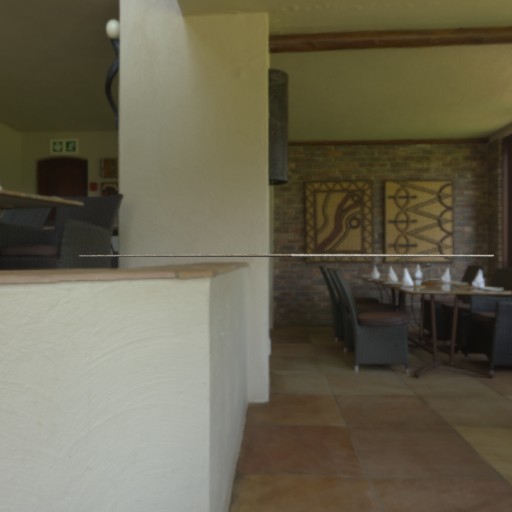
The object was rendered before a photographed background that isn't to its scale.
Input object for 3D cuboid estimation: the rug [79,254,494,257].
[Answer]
[{"bbox_3d":[0.000,0.000,2.284,1.219,0.008,1.829,0,0,-39],"label":"rug"}]
